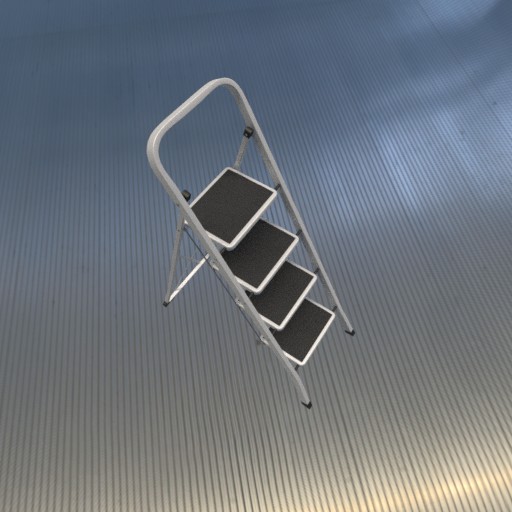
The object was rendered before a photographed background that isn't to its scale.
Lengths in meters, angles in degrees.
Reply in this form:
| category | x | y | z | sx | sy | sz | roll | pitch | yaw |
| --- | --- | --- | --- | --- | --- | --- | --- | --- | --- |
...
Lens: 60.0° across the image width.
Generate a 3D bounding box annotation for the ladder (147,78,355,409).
| category | x | y | z | sx | sy | sz | roll | pitch | yaw |
| --- | --- | --- | --- | --- | --- | --- | --- | --- | --- |
| ladder | 0.000 | 0.000 | 1.764 | 0.914 | 1.265 | 0.460 | 30 | 63 | 17 |
